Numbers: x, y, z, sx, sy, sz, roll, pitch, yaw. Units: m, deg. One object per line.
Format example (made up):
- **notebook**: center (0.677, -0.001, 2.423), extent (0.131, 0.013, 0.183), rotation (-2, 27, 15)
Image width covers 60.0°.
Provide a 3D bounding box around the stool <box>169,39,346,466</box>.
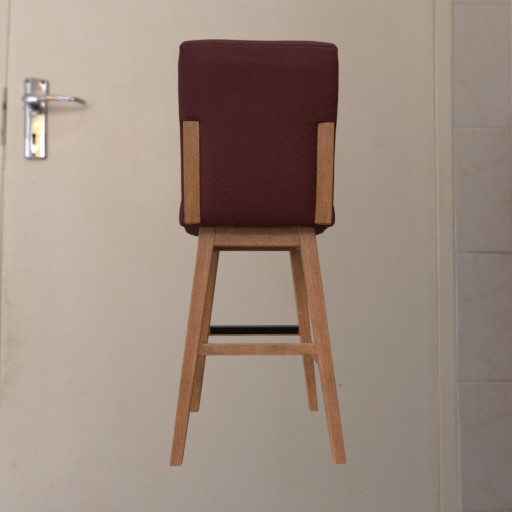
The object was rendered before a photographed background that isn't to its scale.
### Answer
- **stool**: center (0.000, 0.000, 1.373), extent (0.468, 1.093, 0.562), rotation (0, -2, -2)
